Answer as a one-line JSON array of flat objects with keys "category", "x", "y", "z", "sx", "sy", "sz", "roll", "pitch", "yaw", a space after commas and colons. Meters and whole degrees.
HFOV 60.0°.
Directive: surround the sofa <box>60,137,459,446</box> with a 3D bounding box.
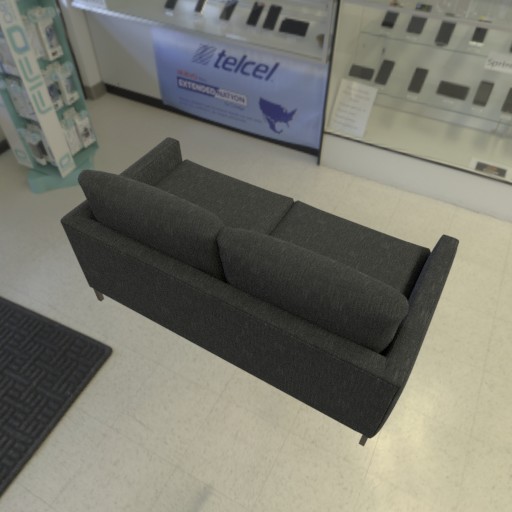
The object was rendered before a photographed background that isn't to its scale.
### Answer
[{"category": "sofa", "x": 0.000, "y": 0.000, "z": 2.216, "sx": 1.716, "sy": 0.862, "sz": 0.866, "roll": 23, "pitch": 51, "yaw": 20}]
